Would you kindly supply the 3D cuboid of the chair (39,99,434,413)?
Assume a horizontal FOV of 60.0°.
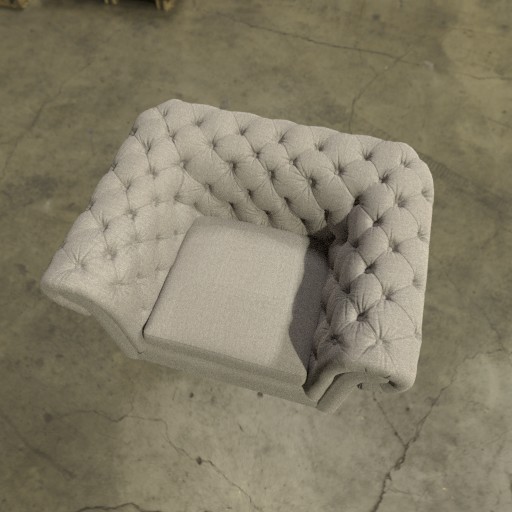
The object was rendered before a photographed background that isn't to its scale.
[{"bbox_3d":[0.000,0.000,1.875,1.270,0.770,0.976,13,60,8],"label":"chair"}]
